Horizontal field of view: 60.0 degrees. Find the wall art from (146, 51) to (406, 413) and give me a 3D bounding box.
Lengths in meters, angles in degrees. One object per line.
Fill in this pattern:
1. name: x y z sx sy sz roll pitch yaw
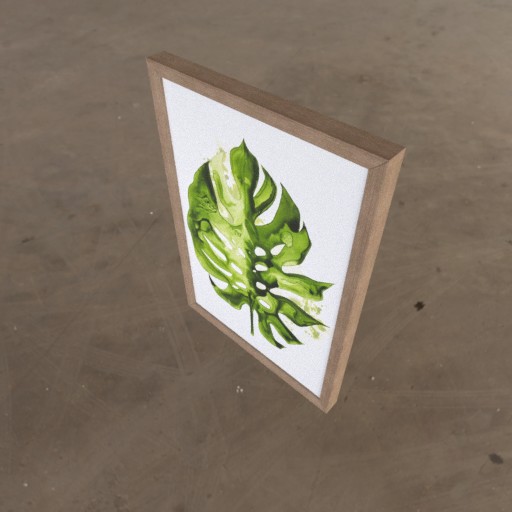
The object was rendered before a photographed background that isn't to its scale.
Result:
1. wall art: 0.000 0.000 0.675 0.356 0.509 0.031 33 54 28
